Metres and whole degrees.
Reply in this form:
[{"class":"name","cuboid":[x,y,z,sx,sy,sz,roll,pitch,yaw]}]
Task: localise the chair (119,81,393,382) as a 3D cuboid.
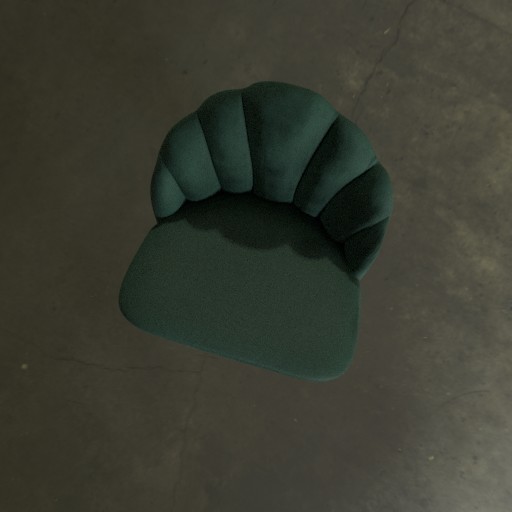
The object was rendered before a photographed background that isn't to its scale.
[{"class":"chair","cuboid":[0.000,0.000,1.286,0.657,0.819,0.599,16,76,4]}]
